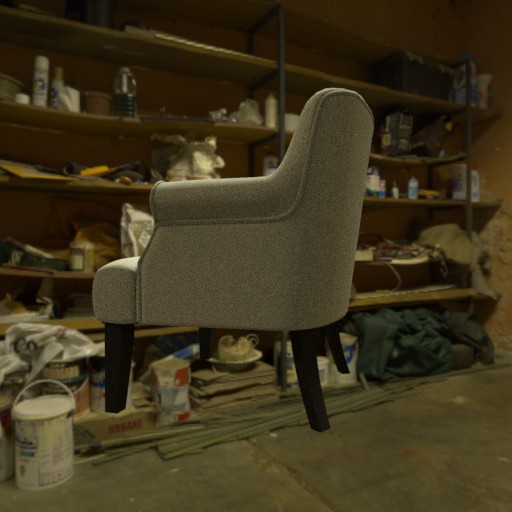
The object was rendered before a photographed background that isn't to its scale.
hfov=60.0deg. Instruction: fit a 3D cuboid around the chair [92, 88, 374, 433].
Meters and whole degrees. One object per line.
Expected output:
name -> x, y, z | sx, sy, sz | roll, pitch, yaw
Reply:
chair -> 0.000, 0.000, 1.465 | 0.750, 0.875, 0.781 | 0, 1, 17
